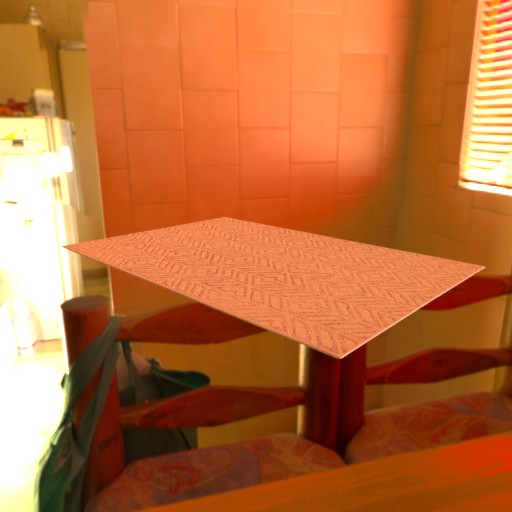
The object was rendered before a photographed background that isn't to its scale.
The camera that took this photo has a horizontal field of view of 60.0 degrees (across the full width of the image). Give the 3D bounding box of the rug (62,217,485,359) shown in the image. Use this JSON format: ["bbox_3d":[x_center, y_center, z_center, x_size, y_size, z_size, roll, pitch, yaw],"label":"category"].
[{"bbox_3d":[0.000,0.000,2.277,1.828,0.007,1.220,15,21,42],"label":"rug"}]
